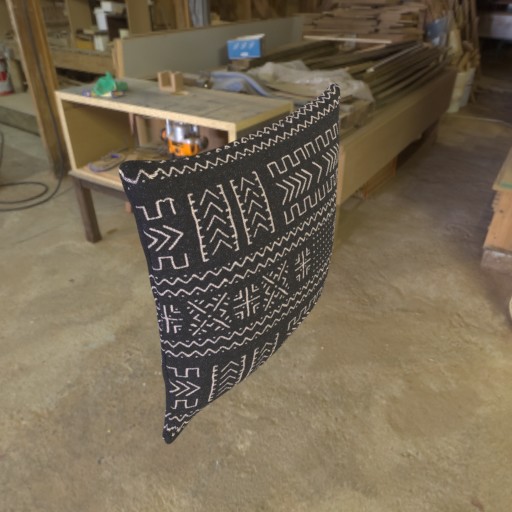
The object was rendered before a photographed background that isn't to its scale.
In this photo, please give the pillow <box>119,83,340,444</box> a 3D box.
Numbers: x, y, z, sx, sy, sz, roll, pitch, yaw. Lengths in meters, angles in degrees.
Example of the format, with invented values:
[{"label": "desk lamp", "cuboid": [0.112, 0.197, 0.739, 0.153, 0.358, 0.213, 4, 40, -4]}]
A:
[{"label": "pillow", "cuboid": [0.000, 0.000, 0.671, 0.164, 0.430, 0.438, 22, 39, 30]}]
